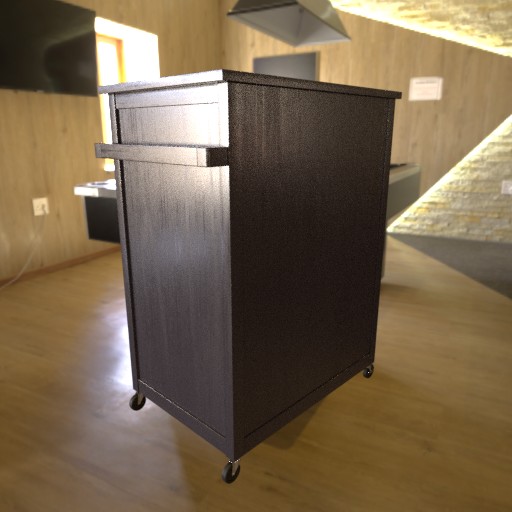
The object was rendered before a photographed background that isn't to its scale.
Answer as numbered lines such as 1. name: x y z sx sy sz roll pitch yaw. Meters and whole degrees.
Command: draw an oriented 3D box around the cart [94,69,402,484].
1. cart: 0.000 0.000 1.241 0.449 0.878 0.690 15 21 42
